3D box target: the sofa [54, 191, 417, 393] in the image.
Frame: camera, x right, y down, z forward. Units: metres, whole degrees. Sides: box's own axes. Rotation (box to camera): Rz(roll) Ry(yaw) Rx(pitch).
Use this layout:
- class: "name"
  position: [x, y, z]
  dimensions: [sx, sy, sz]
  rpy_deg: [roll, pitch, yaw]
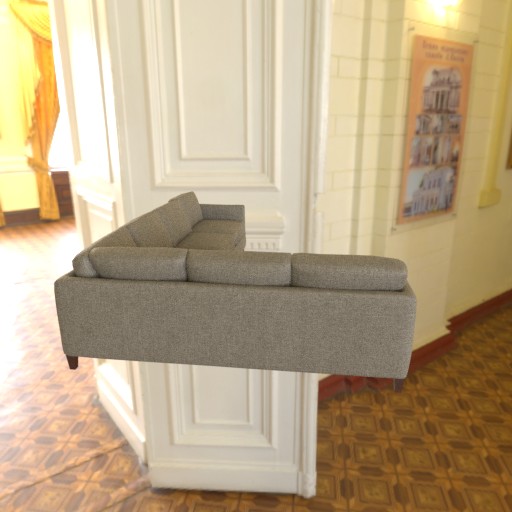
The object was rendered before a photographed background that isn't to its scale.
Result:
- class: "sofa"
  position: [0.000, 0.000, 4.657]
  dimensions: [2.593, 0.947, 3.302]
  rpy_deg: [2, 17, 7]
